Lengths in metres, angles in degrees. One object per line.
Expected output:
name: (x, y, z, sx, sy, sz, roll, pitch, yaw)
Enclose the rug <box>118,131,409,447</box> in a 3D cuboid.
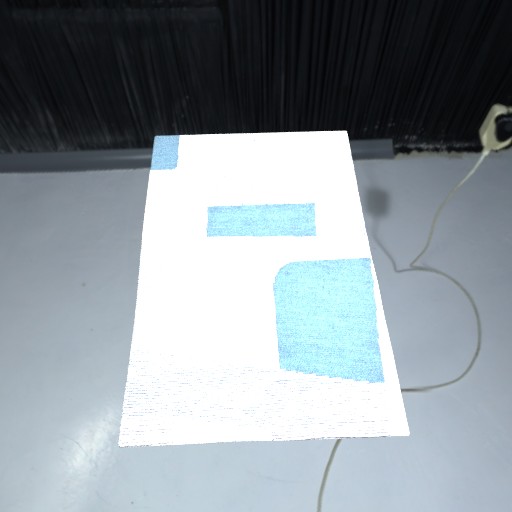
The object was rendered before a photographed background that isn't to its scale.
rug: (0.000, 0.000, 2.359, 1.238, 0.020, 1.847, -2, 58, -1)
